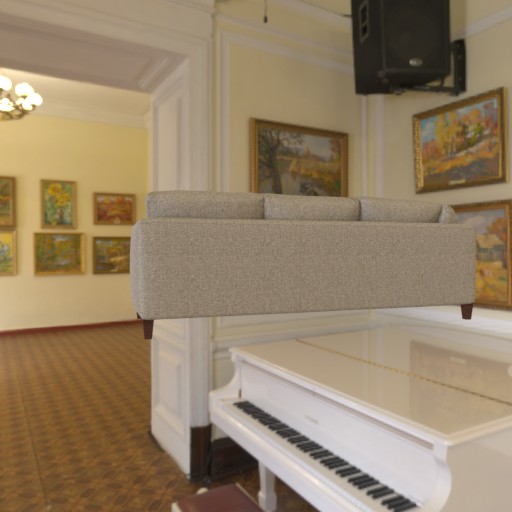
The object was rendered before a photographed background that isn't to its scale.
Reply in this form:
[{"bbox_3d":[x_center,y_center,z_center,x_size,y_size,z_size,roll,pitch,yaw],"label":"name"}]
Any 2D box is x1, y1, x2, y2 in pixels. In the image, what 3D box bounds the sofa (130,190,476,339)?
[{"bbox_3d":[0.000,0.000,4.598,2.593,0.947,3.302,0,1,-18],"label":"sofa"}]
